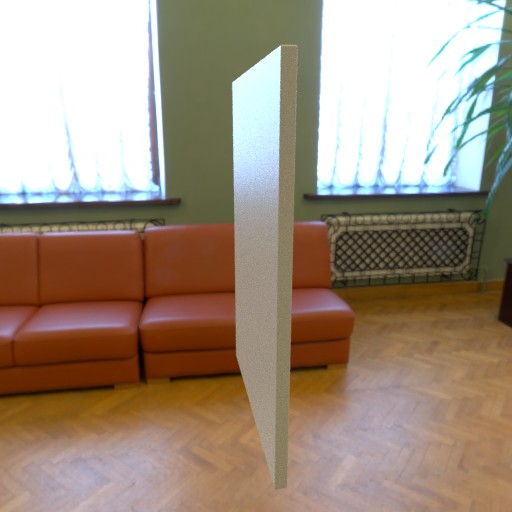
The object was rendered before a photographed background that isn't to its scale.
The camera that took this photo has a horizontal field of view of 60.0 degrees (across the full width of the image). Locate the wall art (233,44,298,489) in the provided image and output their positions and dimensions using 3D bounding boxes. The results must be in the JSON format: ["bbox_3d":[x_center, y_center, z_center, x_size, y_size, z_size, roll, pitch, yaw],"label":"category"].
[{"bbox_3d":[0.000,0.000,1.037,0.026,0.813,0.556,-3,16,-10],"label":"wall art"}]
